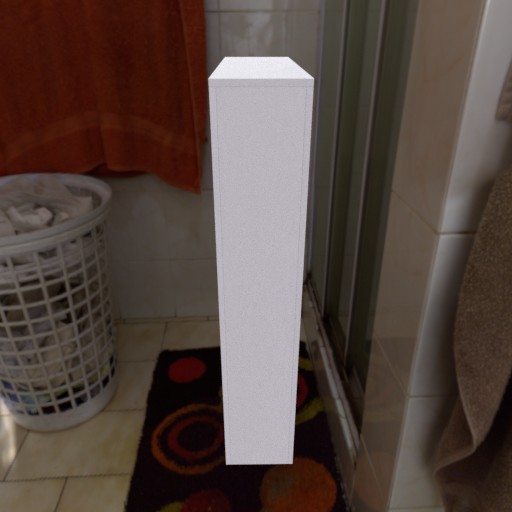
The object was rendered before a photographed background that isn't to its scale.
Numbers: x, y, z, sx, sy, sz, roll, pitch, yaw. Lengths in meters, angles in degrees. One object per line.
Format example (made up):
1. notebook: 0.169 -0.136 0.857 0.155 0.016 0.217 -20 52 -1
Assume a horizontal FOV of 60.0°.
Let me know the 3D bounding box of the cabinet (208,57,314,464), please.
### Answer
1. cabinet: 0.000 0.000 1.613 0.250 1.280 0.750 0 28 -1
